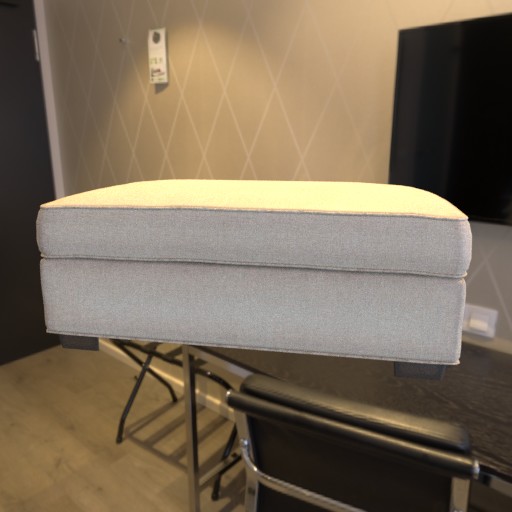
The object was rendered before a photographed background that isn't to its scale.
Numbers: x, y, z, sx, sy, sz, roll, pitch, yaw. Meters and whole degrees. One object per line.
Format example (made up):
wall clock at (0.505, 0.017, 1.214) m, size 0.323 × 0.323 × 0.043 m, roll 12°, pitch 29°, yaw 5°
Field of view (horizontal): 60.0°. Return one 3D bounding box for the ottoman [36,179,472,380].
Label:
ottoman at (0.000, 0.000, 1.390) m, size 1.097 × 0.448 × 0.617 m, roll 3°, pitch 15°, yaw 10°
